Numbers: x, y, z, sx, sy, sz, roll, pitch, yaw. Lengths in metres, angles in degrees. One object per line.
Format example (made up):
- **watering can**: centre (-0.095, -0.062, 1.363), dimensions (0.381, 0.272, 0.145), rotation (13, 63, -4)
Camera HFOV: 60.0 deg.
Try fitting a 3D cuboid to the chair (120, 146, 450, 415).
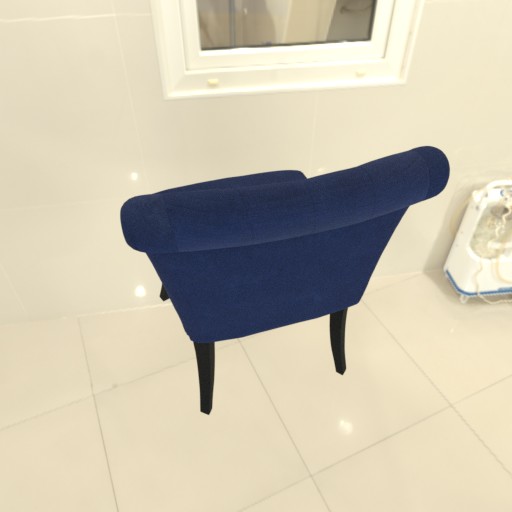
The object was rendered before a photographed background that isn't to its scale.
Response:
- **chair**: centre (0.000, 0.000, 1.145), dimensions (0.585, 0.753, 0.606), rotation (-12, 44, -13)
